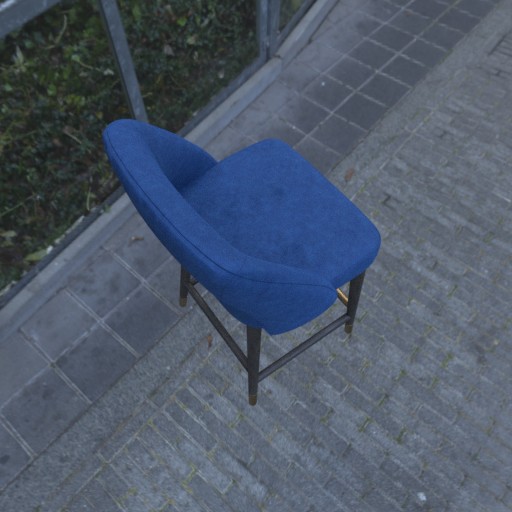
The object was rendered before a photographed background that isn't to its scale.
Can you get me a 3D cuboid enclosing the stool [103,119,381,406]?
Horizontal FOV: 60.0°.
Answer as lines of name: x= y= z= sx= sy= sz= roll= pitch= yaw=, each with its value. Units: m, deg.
stool: x=0.000 y=0.000 z=1.218 sx=0.524 sy=0.925 sz=0.536 roll=-32 pitch=63 yaw=-18
